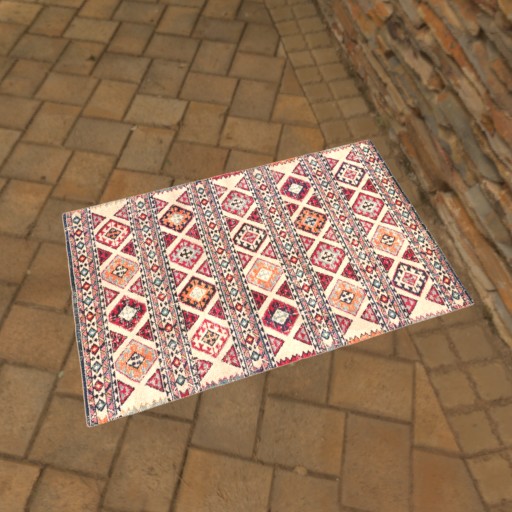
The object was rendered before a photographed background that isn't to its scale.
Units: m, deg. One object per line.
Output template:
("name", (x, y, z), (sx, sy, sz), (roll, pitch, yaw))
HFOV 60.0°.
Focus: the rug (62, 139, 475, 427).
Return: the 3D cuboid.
("rug", (0.000, 0.000, 2.999), (2.440, 0.010, 1.545), (-15, 60, -9))
